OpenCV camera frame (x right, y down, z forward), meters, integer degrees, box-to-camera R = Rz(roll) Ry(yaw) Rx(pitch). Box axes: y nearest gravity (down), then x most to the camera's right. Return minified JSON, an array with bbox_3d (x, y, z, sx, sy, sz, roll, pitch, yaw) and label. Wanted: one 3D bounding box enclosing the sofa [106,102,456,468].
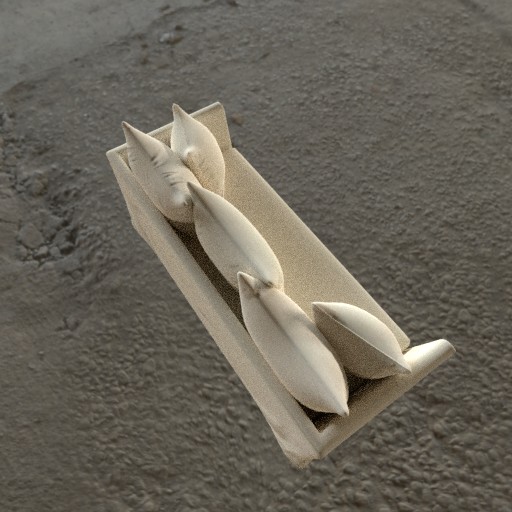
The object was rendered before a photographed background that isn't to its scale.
[{"bbox_3d":[0.000,0.000,3.016,1.030,1.042,2.484,-30,63,-17],"label":"sofa"}]
